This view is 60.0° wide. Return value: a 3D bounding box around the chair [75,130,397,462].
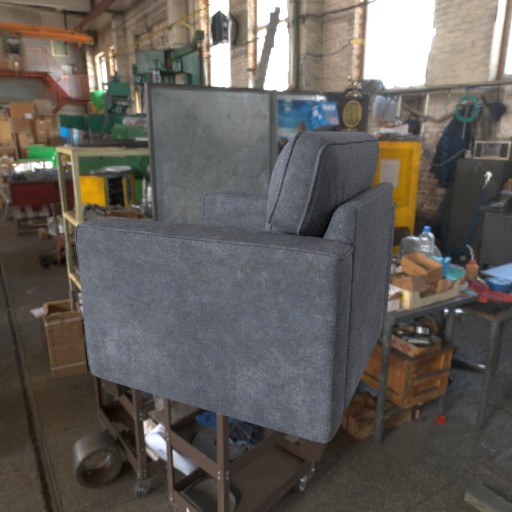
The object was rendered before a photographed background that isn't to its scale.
[{"bbox_3d":[0.000,0.000,1.777,0.939,0.965,1.015,7,17,24],"label":"chair"}]
